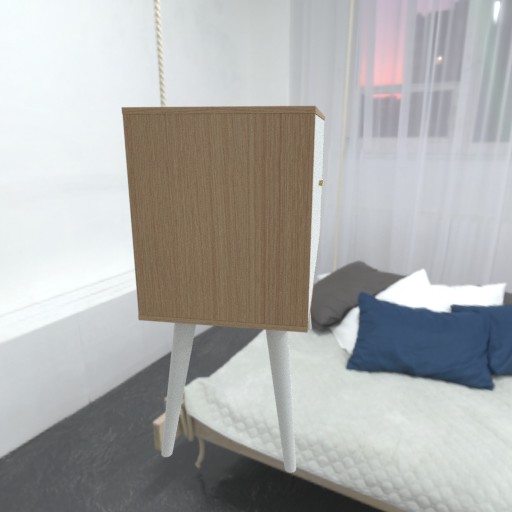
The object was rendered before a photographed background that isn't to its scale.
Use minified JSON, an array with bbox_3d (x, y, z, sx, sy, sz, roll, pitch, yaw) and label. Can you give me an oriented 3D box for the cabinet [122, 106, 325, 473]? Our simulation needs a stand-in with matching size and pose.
[{"bbox_3d":[0.000,0.000,1.657,0.470,1.016,1.057,3,16,9],"label":"cabinet"}]
